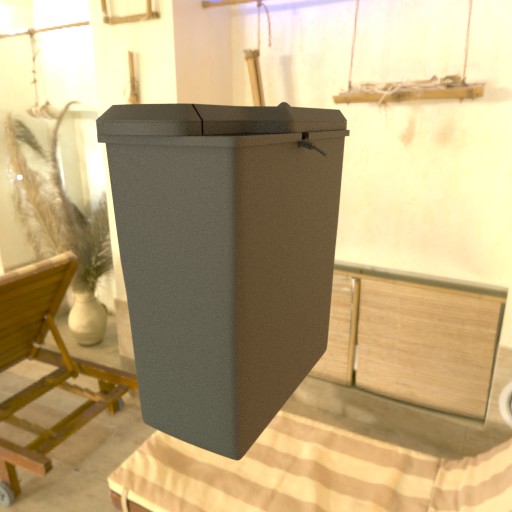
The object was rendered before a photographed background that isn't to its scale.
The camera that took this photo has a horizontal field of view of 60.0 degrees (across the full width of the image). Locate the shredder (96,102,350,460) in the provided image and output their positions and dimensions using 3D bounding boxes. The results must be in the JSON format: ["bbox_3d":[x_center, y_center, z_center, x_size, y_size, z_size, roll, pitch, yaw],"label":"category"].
[{"bbox_3d":[0.000,0.000,0.512,0.170,0.335,0.320,9,19,27],"label":"shredder"}]
